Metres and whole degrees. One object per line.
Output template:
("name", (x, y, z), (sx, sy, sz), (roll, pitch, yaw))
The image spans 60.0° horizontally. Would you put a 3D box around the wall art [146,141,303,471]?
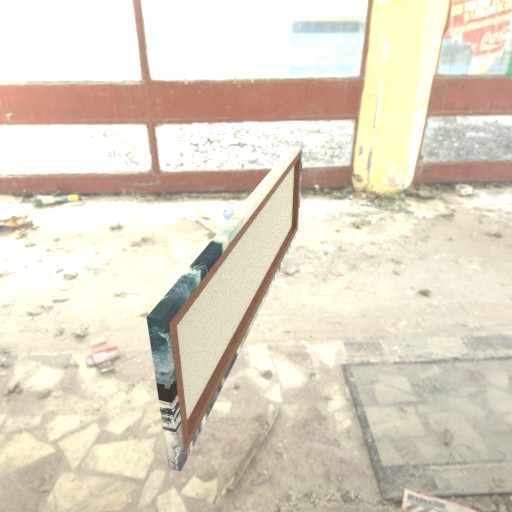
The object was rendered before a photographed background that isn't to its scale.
("wall art", (0.000, 0.000, 1.709), (0.037, 0.509, 1.524), (8, 30, 15))
